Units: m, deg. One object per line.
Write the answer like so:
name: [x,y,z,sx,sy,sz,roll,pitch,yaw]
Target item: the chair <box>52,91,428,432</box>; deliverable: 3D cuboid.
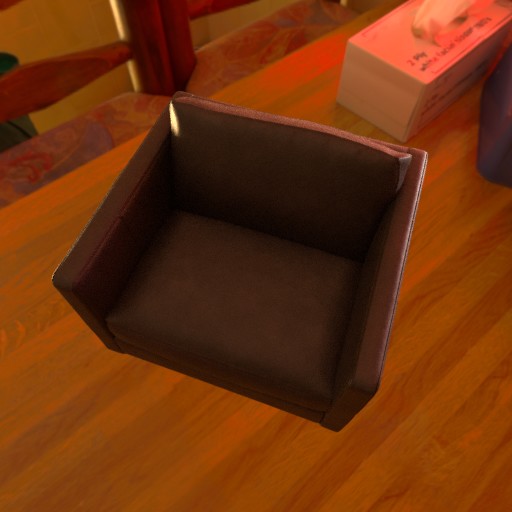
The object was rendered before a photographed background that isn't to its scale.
chair: [0.000,0.000,1.568,0.939,0.811,0.862,17,61,10]
